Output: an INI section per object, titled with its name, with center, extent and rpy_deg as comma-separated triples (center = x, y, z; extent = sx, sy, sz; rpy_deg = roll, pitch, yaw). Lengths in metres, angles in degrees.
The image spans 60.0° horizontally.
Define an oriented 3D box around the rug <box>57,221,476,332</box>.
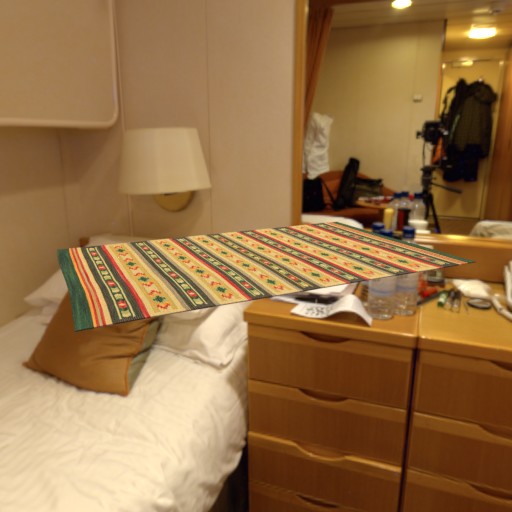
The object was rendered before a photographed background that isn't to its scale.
[rug]
center = 0.000, 0.000, 3.032
extent = 2.447, 0.011, 1.520
rpy_deg = -7, 17, -25
